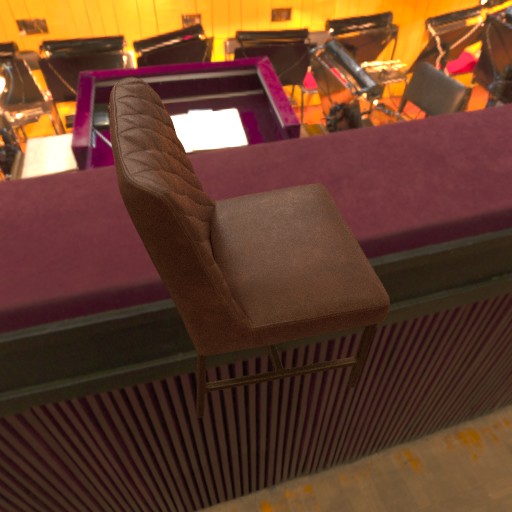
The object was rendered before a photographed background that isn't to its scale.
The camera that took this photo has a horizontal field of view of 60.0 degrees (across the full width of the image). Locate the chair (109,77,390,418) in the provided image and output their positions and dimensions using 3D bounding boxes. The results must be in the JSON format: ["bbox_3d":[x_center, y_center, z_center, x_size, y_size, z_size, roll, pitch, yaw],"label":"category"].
[{"bbox_3d":[0.000,0.000,1.223,0.587,0.889,0.508,-10,48,-10],"label":"chair"}]
